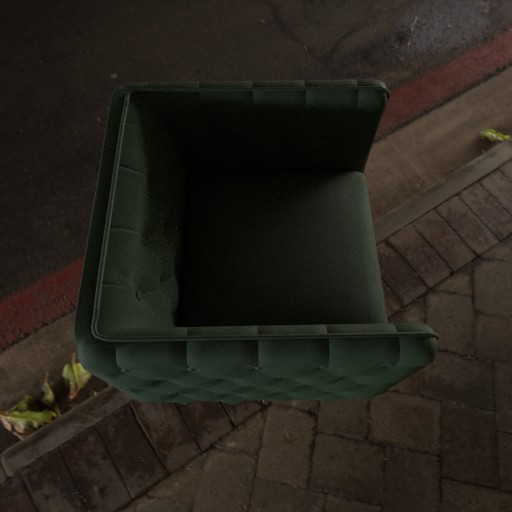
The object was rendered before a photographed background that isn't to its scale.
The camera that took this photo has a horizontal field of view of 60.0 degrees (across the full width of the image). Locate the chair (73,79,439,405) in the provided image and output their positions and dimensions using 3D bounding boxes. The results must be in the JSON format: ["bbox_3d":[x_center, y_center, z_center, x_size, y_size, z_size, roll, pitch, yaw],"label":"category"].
[{"bbox_3d":[0.000,0.000,1.508,0.855,0.768,0.917,-1,64,0],"label":"chair"}]
